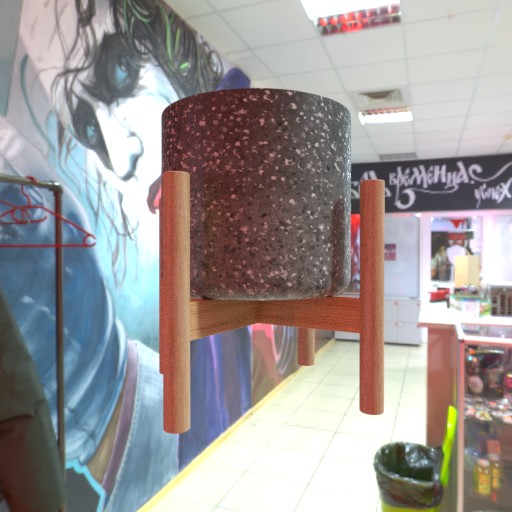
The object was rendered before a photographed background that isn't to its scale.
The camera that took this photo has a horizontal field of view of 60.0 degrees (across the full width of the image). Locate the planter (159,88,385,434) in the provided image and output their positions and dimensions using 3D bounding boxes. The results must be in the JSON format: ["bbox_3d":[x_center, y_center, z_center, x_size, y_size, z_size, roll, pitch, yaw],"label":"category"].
[{"bbox_3d":[0.000,0.000,0.531,0.284,0.320,0.284,0,1,-36],"label":"planter"}]
